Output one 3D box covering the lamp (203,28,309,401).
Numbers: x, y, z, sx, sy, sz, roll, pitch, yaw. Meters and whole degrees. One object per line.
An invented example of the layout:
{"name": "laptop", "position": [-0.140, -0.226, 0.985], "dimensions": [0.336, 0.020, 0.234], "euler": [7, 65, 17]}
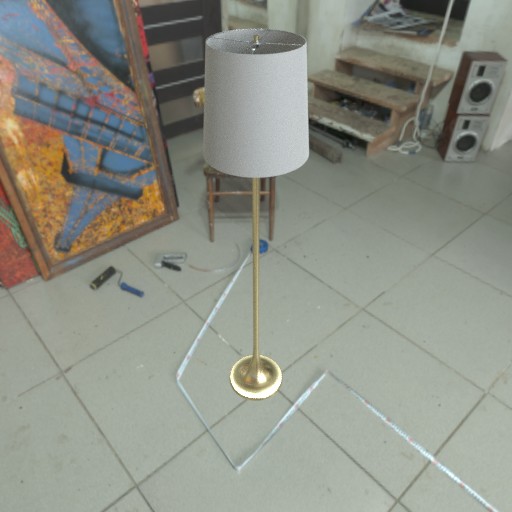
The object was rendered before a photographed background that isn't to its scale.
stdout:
{"name": "lamp", "position": [0.000, 0.000, 1.690], "dimensions": [0.337, 1.543, 0.337], "euler": [0, 39, 0]}
